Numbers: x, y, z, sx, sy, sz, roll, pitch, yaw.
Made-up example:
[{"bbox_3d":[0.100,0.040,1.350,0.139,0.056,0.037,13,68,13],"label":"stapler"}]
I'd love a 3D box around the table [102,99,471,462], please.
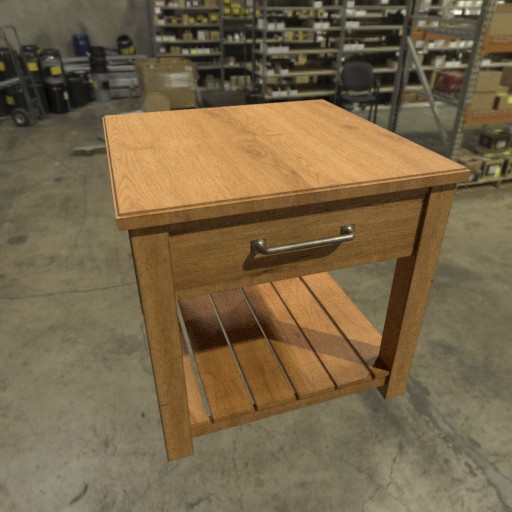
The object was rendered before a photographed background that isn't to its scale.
[{"bbox_3d":[0.000,0.000,1.105,0.616,0.593,0.612,-10,33,-16],"label":"table"}]
